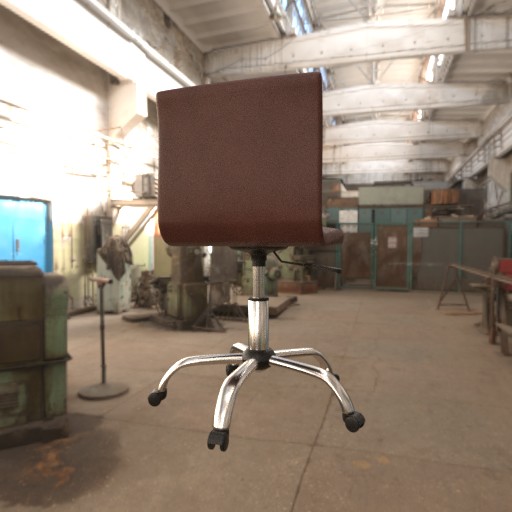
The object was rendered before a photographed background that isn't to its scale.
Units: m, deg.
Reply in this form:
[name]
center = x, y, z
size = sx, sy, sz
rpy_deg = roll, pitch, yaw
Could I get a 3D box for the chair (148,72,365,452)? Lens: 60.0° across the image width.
[chair]
center = 0.000, 0.000, 1.129
size = 0.556, 0.780, 0.530
rpy_deg = 1, 2, 18
